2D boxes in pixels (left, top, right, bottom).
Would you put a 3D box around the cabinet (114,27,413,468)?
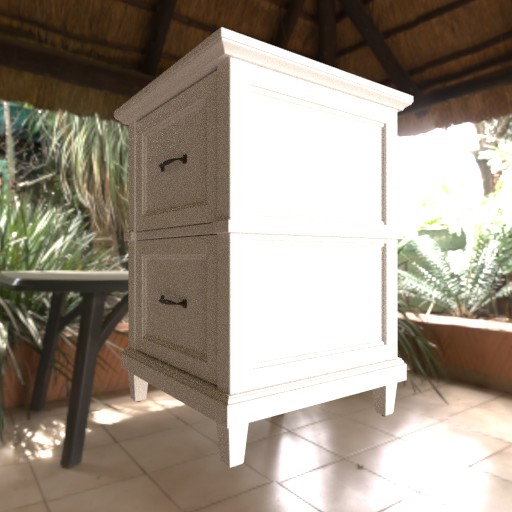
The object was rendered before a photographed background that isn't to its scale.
[{"bbox_3d":[0.000,0.000,1.129,0.547,0.775,0.544,0,0,-36],"label":"cabinet"}]
